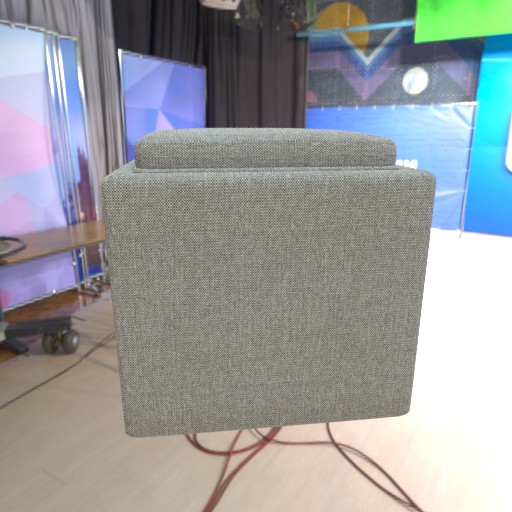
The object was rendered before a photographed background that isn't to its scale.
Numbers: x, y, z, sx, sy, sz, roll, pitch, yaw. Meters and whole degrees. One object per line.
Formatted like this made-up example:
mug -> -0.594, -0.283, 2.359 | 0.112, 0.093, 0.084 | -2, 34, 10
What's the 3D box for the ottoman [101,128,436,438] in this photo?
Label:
ottoman -> 0.000, 0.000, 0.831 | 0.450, 0.460, 0.450 | -2, 17, -7
